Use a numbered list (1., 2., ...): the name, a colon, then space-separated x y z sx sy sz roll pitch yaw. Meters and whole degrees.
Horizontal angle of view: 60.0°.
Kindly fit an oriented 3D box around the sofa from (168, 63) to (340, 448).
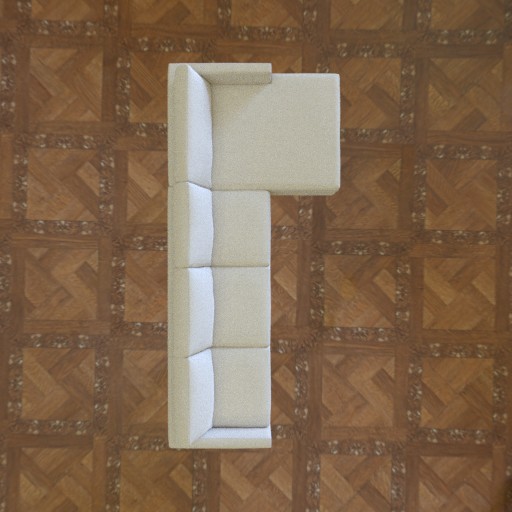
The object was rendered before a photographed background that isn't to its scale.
1. sofa: 0.000 0.000 4.225 1.599 0.954 3.471 0 90 0
